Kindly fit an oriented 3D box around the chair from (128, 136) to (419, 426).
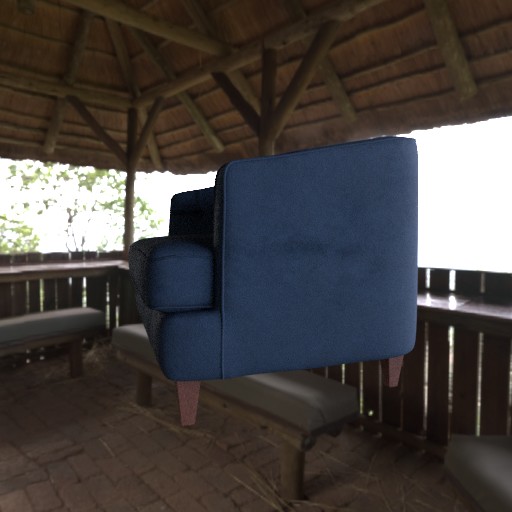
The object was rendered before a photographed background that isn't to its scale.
[{"bbox_3d":[0.000,0.000,1.741,0.940,0.852,1.094,-1,3,-18],"label":"chair"}]
